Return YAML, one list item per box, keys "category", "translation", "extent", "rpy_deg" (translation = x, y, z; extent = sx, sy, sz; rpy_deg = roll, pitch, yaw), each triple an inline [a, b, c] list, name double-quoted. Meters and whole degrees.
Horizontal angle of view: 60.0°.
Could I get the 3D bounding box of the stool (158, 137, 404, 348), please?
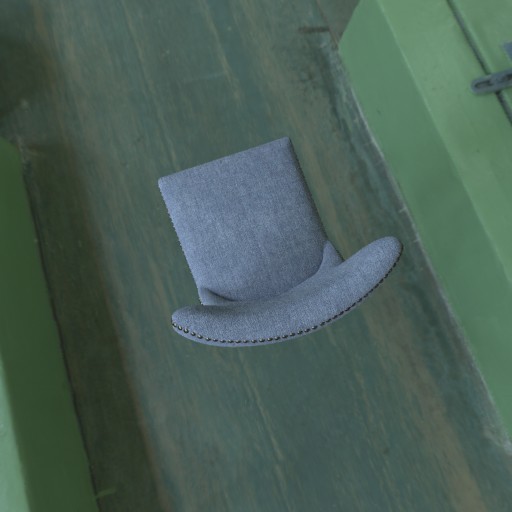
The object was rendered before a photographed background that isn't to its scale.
- category: "stool"
  translation: [0.000, 0.000, 1.445]
  extent: [0.494, 1.123, 0.606]
  rpy_deg: [-19, 77, -5]
